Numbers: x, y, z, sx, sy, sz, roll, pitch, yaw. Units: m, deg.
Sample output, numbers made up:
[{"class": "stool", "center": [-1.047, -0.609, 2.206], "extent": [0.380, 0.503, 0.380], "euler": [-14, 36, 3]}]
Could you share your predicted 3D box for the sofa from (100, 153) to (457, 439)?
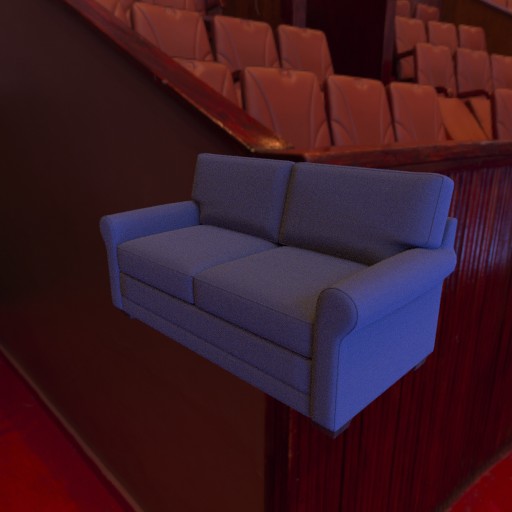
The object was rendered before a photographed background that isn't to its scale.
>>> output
[{"class": "sofa", "center": [0.000, 0.000, 2.534], "extent": [1.930, 1.020, 0.940], "euler": [17, 24, 42]}]
